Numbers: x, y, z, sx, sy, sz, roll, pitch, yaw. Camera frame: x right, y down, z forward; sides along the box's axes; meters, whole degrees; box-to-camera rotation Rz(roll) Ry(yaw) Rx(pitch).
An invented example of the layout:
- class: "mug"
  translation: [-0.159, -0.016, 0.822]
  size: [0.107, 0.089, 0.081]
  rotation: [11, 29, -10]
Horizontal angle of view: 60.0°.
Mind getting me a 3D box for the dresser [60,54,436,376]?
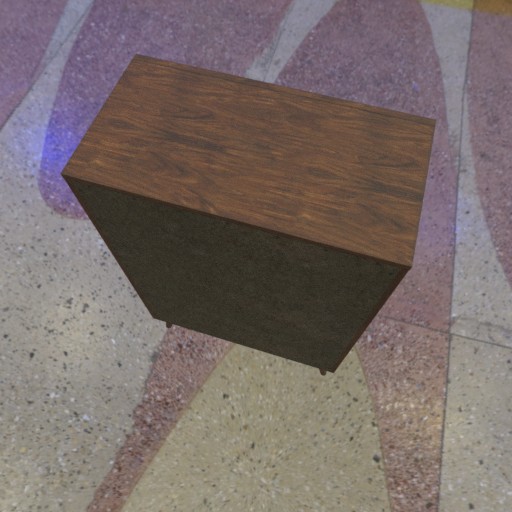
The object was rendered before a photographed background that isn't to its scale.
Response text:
- class: "dresser"
  translation: [0.000, 0.000, 1.816]
  size: [0.919, 1.365, 0.498]
  rotation: [15, 64, 8]
